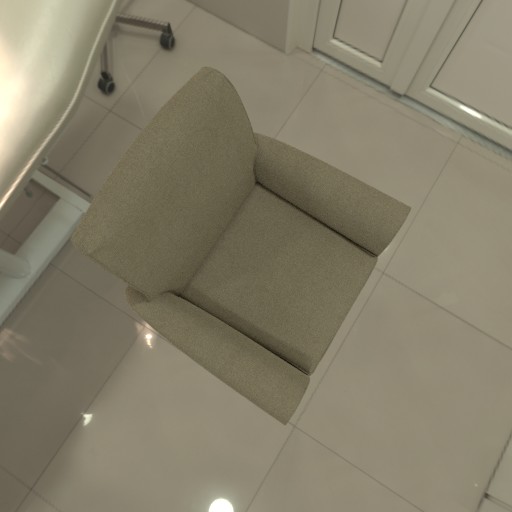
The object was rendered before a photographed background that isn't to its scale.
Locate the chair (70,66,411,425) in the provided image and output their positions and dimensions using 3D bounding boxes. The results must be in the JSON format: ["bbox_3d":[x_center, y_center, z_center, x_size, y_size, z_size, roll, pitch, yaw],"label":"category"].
[{"bbox_3d":[0.000,0.000,1.809,0.905,1.061,0.978,31,78,8],"label":"chair"}]
